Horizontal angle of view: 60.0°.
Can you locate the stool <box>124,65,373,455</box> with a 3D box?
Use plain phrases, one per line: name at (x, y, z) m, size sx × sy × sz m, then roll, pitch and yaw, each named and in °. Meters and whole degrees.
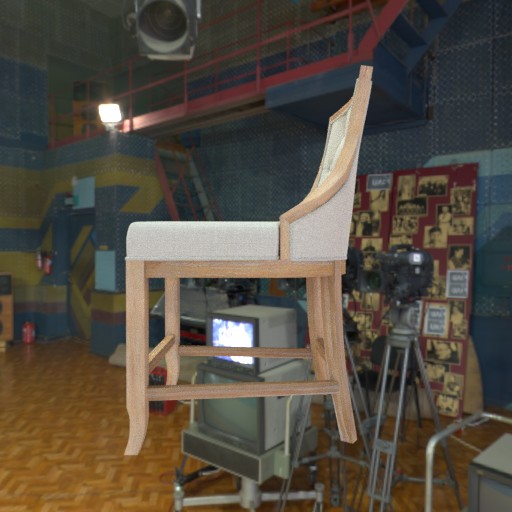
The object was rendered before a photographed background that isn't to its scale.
stool at (0.000, 0.000, 1.301) m, size 0.626 × 0.938 × 0.524 m, roll 0°, pitch 1°, yaw 0°
